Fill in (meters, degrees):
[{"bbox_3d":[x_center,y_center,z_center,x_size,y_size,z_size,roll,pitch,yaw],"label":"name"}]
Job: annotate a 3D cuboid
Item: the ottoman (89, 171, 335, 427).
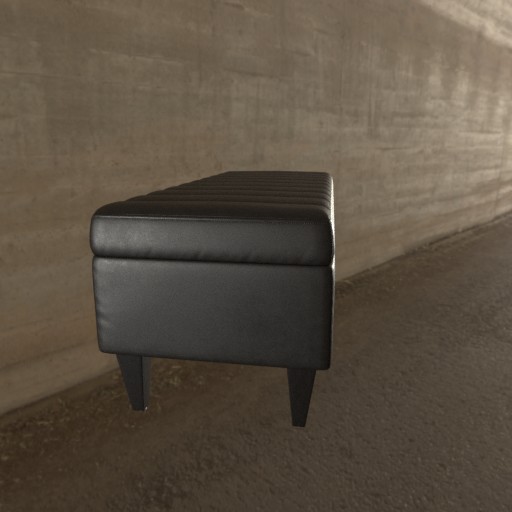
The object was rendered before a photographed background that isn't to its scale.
[{"bbox_3d":[0.000,0.000,1.404,0.482,0.469,1.151,2,14,9],"label":"ottoman"}]
